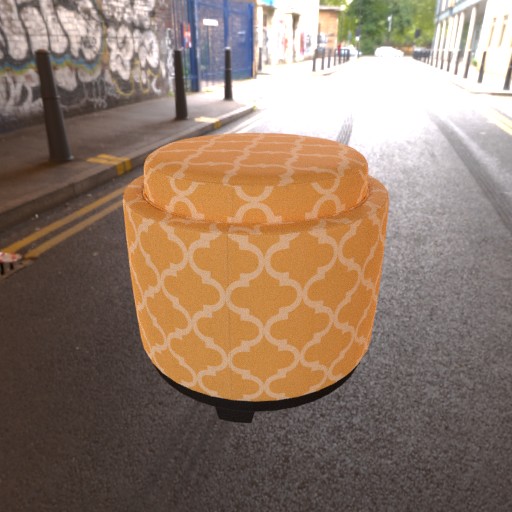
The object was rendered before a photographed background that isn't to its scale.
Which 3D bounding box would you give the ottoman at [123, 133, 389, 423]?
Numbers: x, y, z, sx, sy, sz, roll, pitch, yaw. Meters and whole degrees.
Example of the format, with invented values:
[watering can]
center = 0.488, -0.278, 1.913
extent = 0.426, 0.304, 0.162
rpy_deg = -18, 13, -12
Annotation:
[ottoman]
center = 0.000, 0.000, 0.874
extent = 0.480, 0.429, 0.480
rpy_deg = 0, 25, 0
